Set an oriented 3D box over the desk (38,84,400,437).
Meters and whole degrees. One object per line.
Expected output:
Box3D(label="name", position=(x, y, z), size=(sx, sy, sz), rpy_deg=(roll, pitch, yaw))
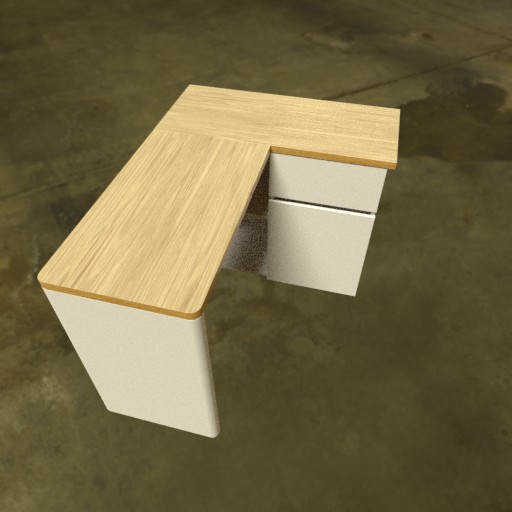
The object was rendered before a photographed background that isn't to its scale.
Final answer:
Box3D(label="desk", position=(0.000, 0.000, 1.741), size=(0.900, 0.760, 1.170), rpy_deg=(10, 47, 10))
